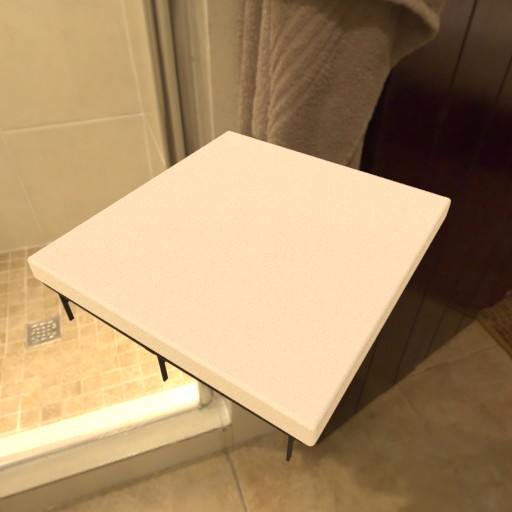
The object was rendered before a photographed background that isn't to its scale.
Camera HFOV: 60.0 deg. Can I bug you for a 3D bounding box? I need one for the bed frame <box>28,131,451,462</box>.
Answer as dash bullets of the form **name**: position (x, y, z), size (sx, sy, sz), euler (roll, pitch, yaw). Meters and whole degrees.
- **bed frame**: position (0.000, 0.000, 3.022), size (1.935, 0.525, 2.033), euler (24, 47, 25)
